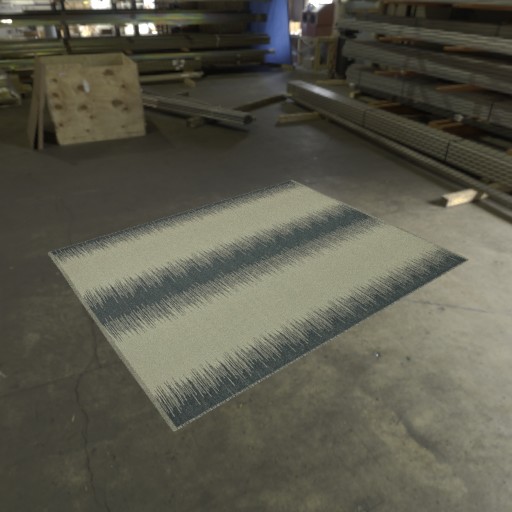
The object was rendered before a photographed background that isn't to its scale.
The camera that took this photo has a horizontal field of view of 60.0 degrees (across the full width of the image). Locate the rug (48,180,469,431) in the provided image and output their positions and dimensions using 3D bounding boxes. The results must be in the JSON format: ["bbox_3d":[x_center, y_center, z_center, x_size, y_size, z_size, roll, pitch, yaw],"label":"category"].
[{"bbox_3d":[0.000,0.000,4.078,3.037,0.004,2.453,-22,37,-31],"label":"rug"}]
